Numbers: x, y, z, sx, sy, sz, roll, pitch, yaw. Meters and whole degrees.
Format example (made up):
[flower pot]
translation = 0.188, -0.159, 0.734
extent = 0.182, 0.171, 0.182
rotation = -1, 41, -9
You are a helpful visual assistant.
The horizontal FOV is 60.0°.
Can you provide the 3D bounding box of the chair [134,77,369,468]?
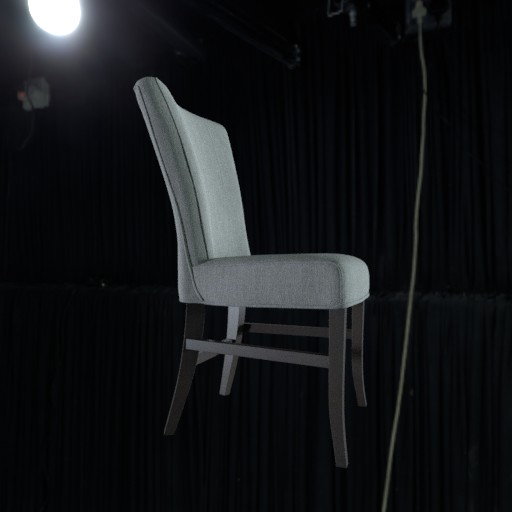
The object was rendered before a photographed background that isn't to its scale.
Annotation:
[chair]
translation = 0.000, 0.000, 1.364
extent = 0.660, 0.991, 0.520
rotation = 0, -1, 19
